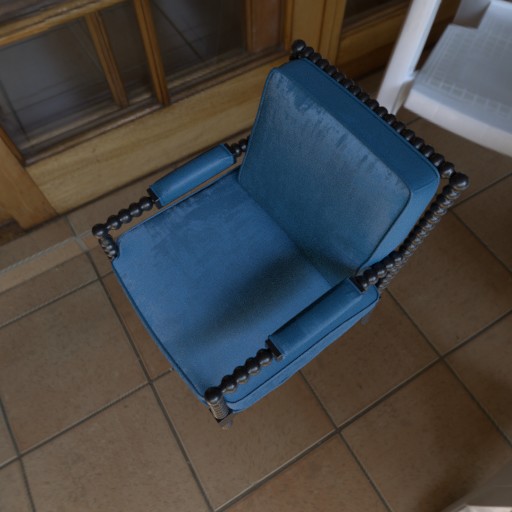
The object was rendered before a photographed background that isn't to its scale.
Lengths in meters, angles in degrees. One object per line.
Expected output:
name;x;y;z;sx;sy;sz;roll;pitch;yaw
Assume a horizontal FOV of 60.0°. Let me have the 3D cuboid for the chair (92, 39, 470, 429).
chair;0.000;0.000;1.406;0.805;0.857;0.688;-34;67;-16
